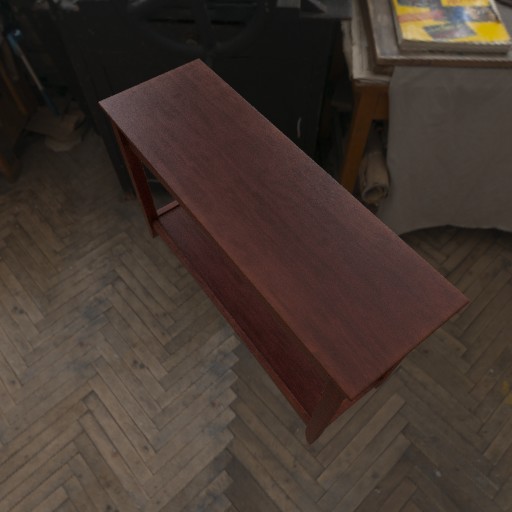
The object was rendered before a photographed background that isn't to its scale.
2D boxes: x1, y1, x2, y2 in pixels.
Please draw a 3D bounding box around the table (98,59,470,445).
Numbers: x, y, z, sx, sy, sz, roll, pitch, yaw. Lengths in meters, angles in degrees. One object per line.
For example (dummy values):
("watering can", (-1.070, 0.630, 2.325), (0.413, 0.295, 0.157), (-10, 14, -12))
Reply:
("table", (0.000, 0.000, 1.559), (0.392, 0.739, 1.188), (-32, 63, -19))
